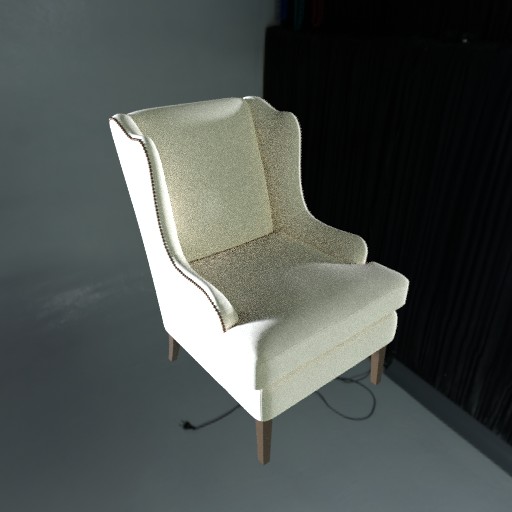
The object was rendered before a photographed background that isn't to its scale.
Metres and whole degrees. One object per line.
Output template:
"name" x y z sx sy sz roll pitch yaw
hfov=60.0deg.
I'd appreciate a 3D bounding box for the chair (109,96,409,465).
"chair" 0.000 0.000 1.722 0.737 1.029 0.940 -21 35 -33
